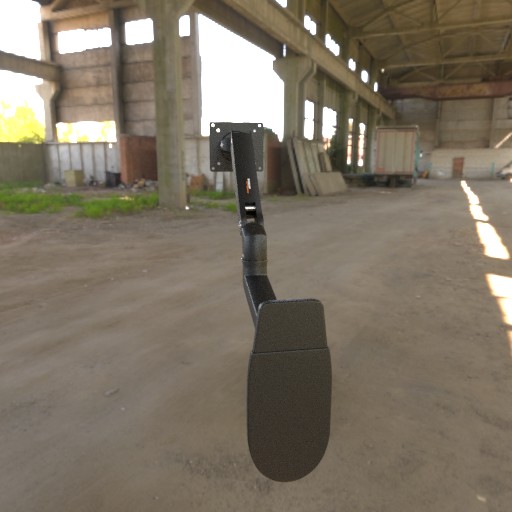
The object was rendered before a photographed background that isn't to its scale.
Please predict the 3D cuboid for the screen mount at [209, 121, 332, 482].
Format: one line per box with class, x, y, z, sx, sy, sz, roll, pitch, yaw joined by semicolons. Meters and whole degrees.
screen mount;0.000;0.000;0.737;0.115;0.466;0.495;-2;12;-9
